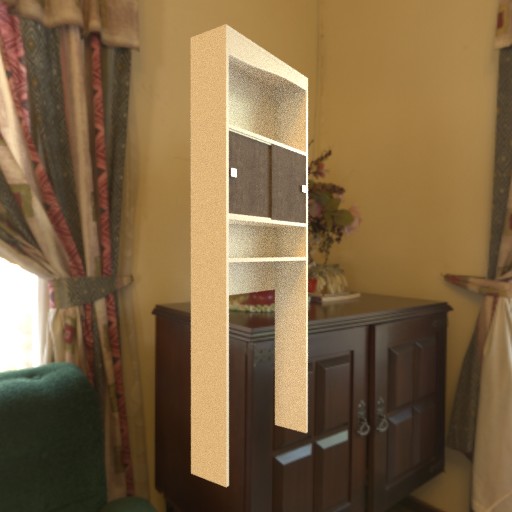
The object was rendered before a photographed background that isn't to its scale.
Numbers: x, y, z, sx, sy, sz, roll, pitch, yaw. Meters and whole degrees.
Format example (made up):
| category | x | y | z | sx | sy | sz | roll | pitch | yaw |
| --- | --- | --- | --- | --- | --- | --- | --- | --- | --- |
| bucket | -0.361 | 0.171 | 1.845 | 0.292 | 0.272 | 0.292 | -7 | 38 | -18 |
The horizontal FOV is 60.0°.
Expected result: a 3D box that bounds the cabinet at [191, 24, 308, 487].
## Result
| category | x | y | z | sx | sy | sz | roll | pitch | yaw |
| --- | --- | --- | --- | --- | --- | --- | --- | --- | --- |
| cabinet | 0.000 | 0.000 | 2.007 | 0.192 | 1.770 | 0.643 | 0 | 1 | 35 |
